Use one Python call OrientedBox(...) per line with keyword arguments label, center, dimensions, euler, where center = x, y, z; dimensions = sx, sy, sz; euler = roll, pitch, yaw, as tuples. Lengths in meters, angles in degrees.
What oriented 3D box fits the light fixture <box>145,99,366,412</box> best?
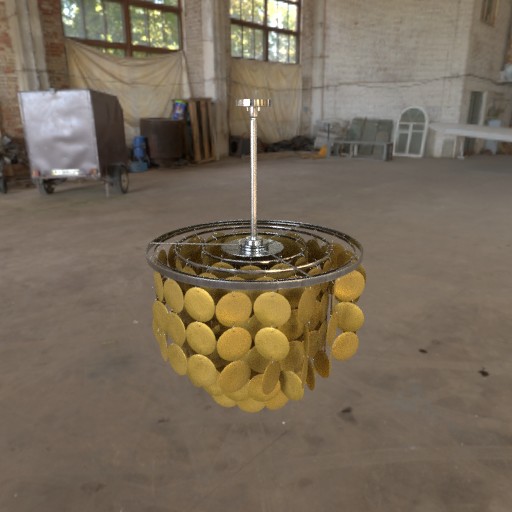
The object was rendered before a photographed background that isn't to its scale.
OrientedBox(label="light fixture", center=(0.000, 0.000, 0.740), dimensions=(0.368, 0.492, 0.368), euler=(0, 18, 0))
